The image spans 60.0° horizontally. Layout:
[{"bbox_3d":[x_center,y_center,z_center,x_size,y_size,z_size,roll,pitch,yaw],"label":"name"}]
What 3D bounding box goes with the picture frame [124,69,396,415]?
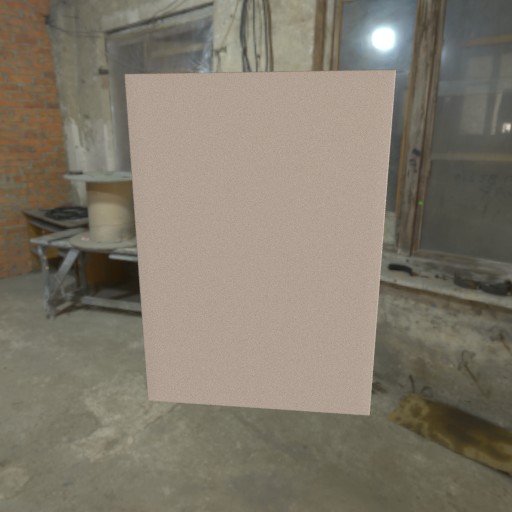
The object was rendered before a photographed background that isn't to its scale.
[{"bbox_3d":[0.000,0.000,0.691,0.381,0.534,0.012,2,15,6],"label":"picture frame"}]
